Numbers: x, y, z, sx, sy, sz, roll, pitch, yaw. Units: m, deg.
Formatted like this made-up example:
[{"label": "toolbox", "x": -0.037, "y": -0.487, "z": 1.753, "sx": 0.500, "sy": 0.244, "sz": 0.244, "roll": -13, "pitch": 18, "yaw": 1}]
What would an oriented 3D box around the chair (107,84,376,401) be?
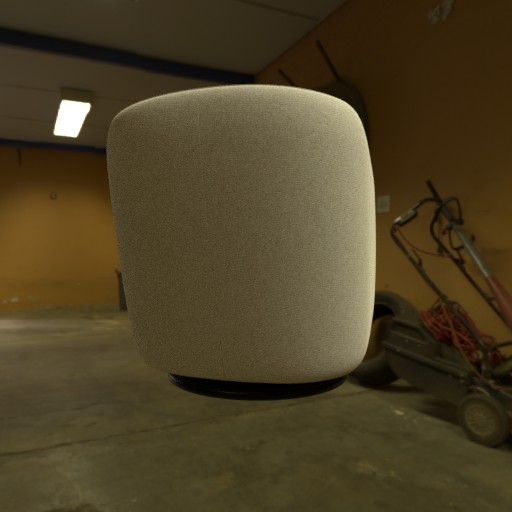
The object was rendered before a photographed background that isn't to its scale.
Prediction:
[{"label": "chair", "x": 0.000, "y": 0.000, "z": 1.596, "sx": 0.822, "sy": 0.861, "sz": 0.986, "roll": 0, "pitch": -1, "yaw": 17}]
